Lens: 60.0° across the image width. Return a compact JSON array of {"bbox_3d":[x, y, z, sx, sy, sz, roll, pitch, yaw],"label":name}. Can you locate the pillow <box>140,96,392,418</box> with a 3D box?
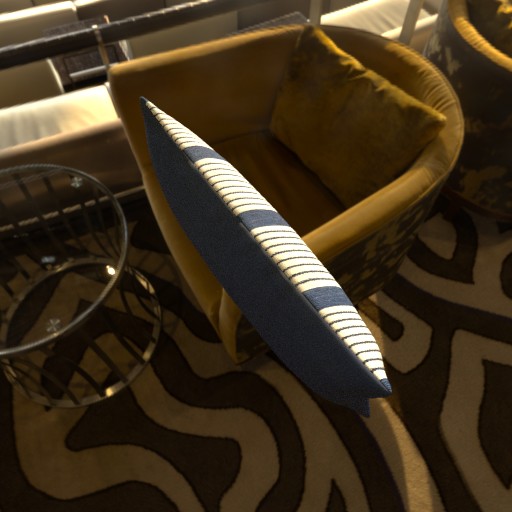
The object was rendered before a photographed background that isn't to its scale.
[{"bbox_3d":[0.000,0.000,0.751,0.156,0.292,0.608,-31,63,-17],"label":"pillow"}]
